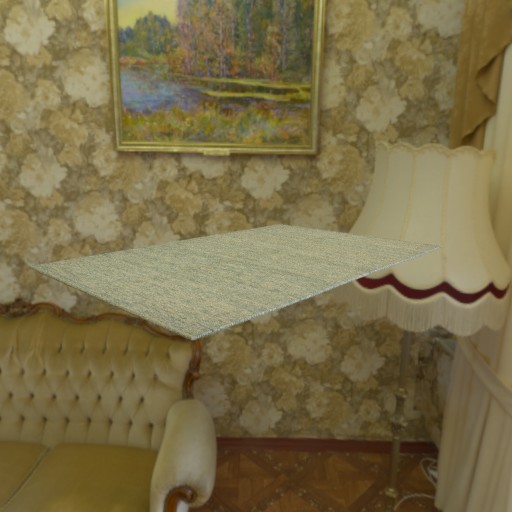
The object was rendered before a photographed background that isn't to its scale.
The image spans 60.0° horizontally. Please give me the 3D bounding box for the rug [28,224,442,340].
[{"bbox_3d":[0.000,0.000,2.905,1.547,0.013,2.283,12,17,42],"label":"rug"}]
